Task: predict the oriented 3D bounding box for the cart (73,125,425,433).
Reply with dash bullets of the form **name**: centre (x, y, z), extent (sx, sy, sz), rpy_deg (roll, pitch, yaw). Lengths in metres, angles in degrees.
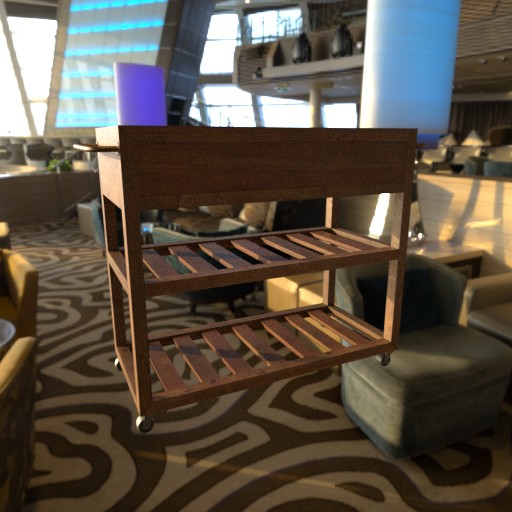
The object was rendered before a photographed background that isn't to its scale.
- **cart**: centre (0.000, 0.000, 1.500), extent (1.065, 0.830, 0.445), rpy_deg (-7, 17, -25)
